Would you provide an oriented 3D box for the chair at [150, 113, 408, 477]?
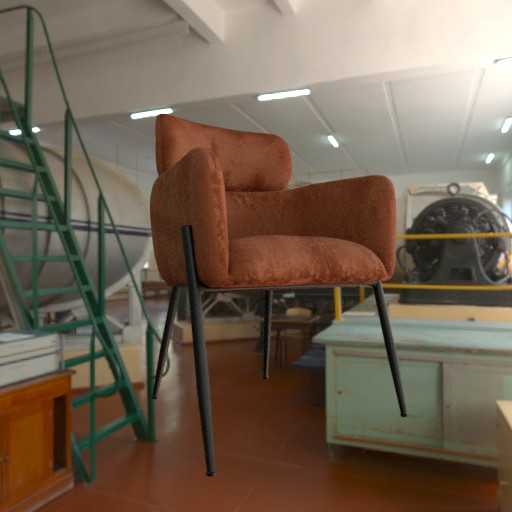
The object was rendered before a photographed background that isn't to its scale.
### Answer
[{"bbox_3d":[0.000,0.000,1.123,0.561,0.772,0.523,0,-1,-34],"label":"chair"}]
